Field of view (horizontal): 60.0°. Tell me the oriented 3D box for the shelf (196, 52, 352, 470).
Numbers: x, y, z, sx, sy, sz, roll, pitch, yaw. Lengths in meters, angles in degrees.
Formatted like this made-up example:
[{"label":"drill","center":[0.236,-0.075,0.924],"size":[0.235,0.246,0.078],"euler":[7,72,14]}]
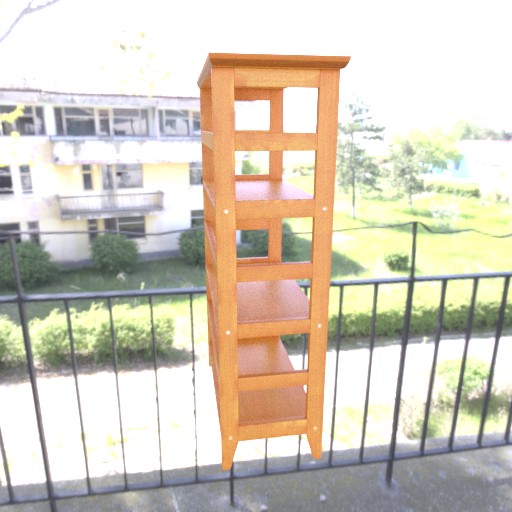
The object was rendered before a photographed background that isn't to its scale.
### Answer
[{"label":"shelf","center":[0.000,0.000,1.384],"size":[0.305,1.067,0.660],"euler":[-3,17,-9]}]
